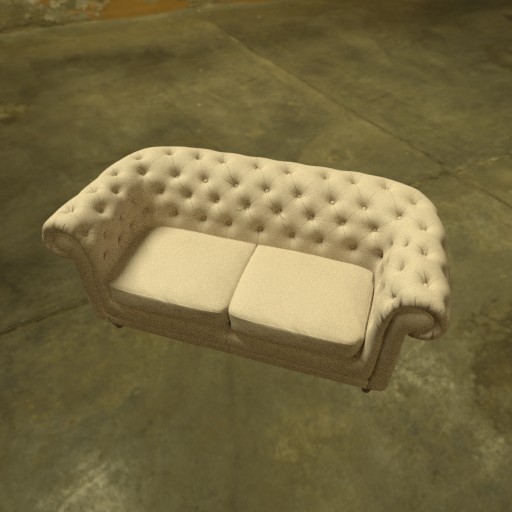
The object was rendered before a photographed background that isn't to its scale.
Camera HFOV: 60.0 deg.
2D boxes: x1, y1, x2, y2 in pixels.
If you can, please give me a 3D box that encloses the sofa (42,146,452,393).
[{"bbox_3d":[0.000,0.000,2.575,1.988,0.835,1.069,12,43,13],"label":"sofa"}]
